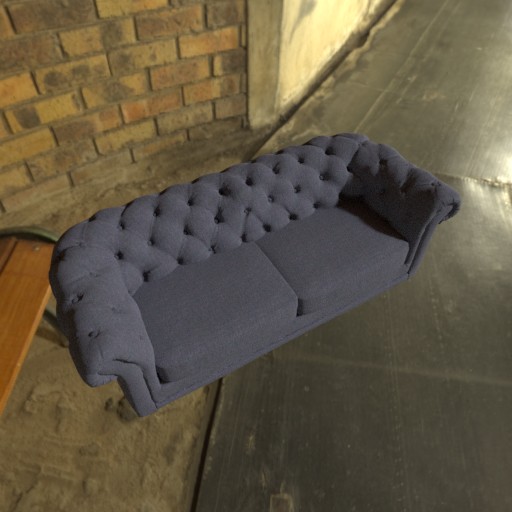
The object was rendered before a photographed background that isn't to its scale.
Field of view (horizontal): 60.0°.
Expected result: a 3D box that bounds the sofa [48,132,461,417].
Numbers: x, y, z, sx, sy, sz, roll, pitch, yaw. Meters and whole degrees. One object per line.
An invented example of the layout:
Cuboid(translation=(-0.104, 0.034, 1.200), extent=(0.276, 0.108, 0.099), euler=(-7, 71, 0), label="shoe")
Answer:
Cuboid(translation=(0.000, 0.000, 2.798), extent=(2.335, 0.836, 1.046), euler=(-23, 51, -20), label="sofa")
